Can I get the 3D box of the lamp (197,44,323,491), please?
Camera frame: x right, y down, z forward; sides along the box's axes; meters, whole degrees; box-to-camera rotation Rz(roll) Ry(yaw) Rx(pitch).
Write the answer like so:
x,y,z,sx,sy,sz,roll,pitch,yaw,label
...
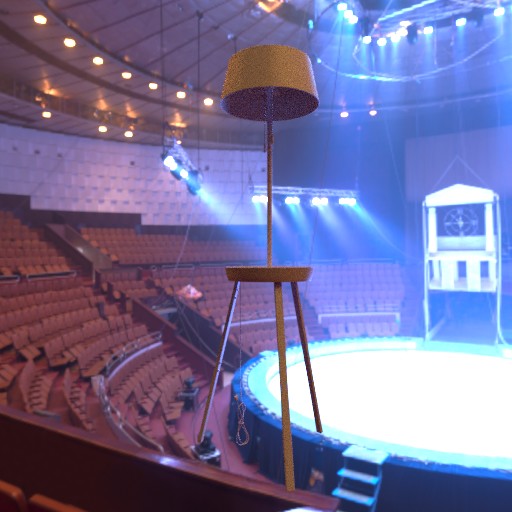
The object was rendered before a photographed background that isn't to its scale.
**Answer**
x,y,z,sx,sy,sz,roll,pitch,yaw,label
0.000,0.000,1.639,0.468,1.429,0.508,0,-1,18,lamp
